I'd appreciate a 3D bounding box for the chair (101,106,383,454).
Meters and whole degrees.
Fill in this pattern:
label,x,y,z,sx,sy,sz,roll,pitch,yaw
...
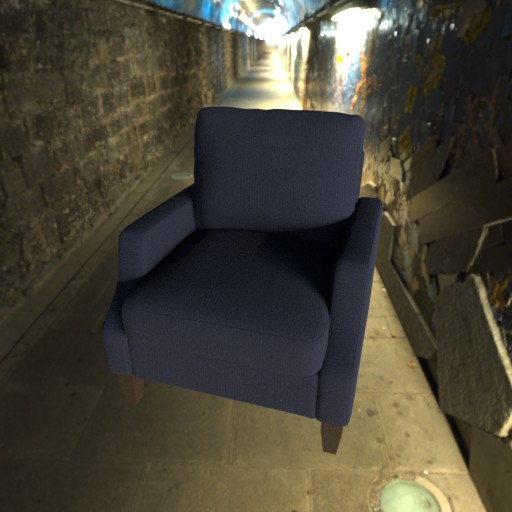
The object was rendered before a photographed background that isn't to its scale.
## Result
label,x,y,z,sx,sy,sz,roll,pitch,yaw
chair,0.000,0.000,1.664,0.855,0.991,0.897,8,27,16
